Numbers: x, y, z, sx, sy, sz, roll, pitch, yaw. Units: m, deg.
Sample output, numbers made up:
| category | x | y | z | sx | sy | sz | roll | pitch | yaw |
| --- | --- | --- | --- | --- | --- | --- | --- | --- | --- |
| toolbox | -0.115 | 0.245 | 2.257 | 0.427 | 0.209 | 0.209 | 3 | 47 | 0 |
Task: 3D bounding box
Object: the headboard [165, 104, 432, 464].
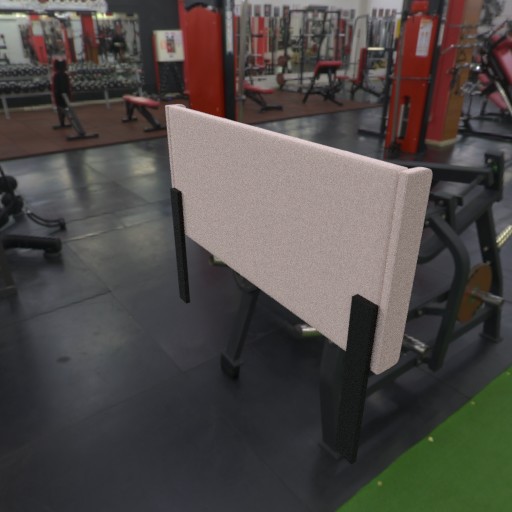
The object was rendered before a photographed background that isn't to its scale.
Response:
| category | x | y | z | sx | sy | sz | roll | pitch | yaw |
| --- | --- | --- | --- | --- | --- | --- | --- | --- | --- |
| headboard | 0.000 | 0.000 | 2.685 | 0.184 | 1.524 | 2.051 | -17 | 31 | -31 |
